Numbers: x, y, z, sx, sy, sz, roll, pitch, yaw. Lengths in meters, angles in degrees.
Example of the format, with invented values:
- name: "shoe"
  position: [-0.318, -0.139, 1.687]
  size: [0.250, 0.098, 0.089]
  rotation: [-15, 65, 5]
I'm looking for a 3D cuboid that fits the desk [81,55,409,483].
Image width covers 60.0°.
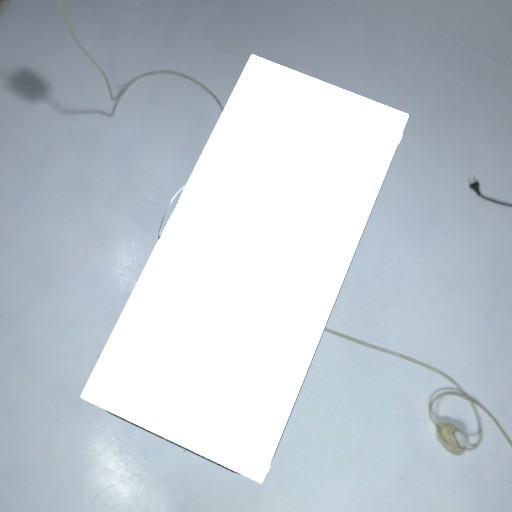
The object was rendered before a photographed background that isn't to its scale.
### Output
- name: "desk"
  position: [0.000, 0.000, 2.237]
  size: [0.900, 0.526, 1.900]
  rotation: [23, 78, 5]
